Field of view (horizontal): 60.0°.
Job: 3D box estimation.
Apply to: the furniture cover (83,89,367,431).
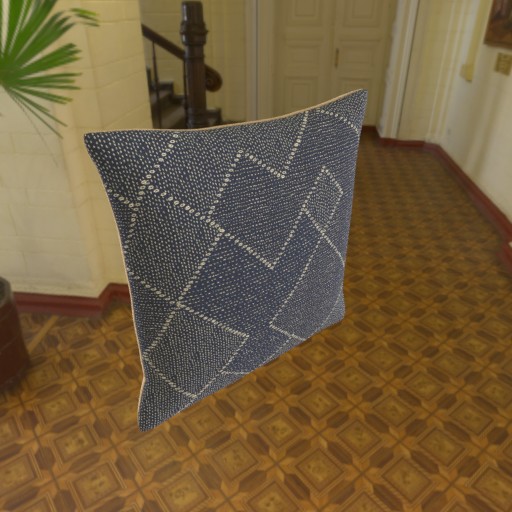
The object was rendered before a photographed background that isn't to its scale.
[{"bbox_3d":[0.000,0.000,0.768,0.511,0.503,0.162,-22,36,-33],"label":"furniture cover"}]
